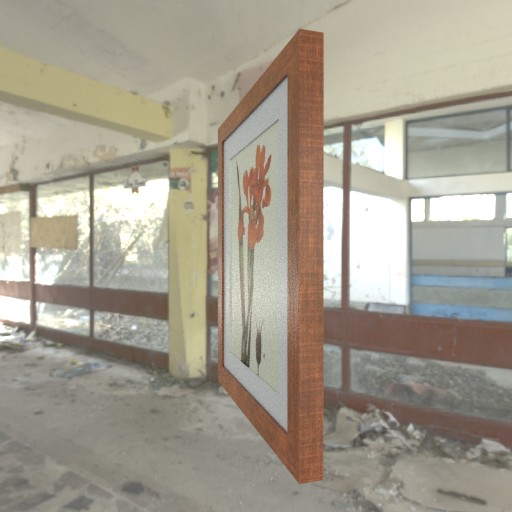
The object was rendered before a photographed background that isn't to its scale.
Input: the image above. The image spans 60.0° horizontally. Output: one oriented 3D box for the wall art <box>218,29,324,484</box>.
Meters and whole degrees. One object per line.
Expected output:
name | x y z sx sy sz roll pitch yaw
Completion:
wall art | 0.000 0.000 0.779 0.033 0.567 0.467 0 0 -17
